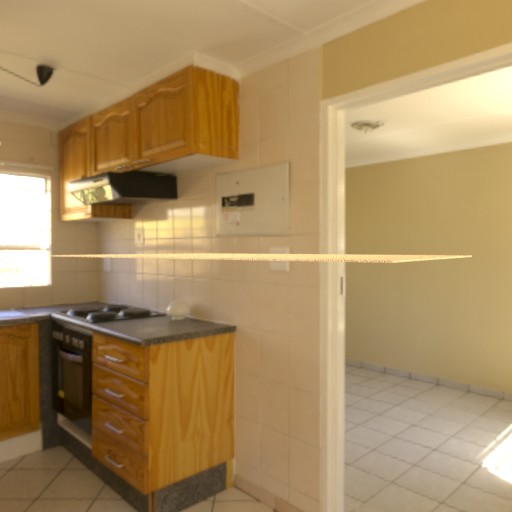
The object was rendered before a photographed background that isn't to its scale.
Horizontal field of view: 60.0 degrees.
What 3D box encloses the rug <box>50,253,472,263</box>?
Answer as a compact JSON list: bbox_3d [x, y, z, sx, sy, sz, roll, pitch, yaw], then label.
[{"bbox_3d":[0.000,0.000,2.195,1.752,0.006,1.142,1,1,36],"label":"rug"}]
